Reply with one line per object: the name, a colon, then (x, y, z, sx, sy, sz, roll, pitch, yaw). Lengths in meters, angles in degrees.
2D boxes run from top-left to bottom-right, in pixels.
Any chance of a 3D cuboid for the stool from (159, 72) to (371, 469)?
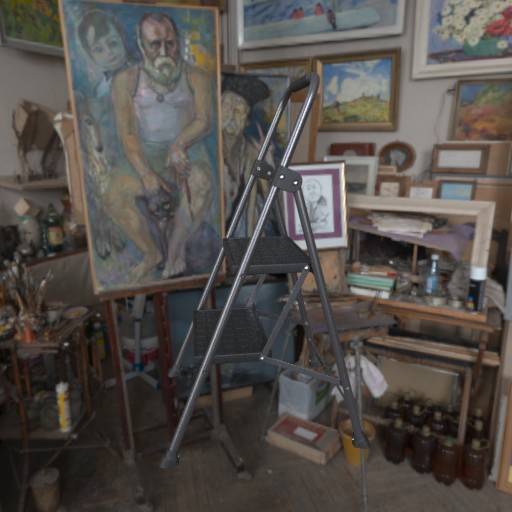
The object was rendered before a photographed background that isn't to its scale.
stool: (0.000, 0.000, 1.150, 0.514, 0.872, 0.450, -2, 15, -8)
